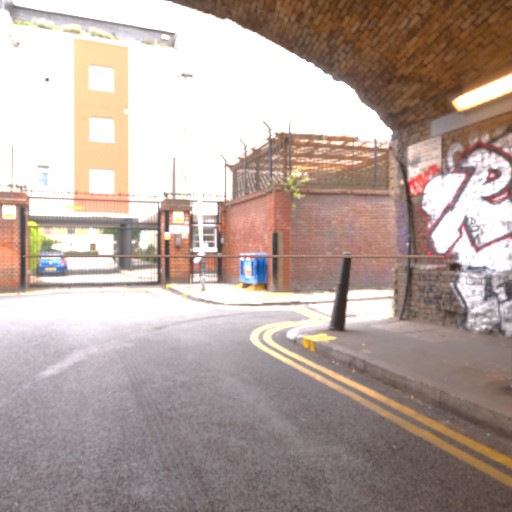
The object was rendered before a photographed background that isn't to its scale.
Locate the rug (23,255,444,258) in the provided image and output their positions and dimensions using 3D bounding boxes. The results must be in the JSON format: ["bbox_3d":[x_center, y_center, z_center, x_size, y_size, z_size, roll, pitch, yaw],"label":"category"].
[{"bbox_3d":[0.000,0.000,4.151,3.046,0.015,2.446,0,0,18],"label":"rug"}]
